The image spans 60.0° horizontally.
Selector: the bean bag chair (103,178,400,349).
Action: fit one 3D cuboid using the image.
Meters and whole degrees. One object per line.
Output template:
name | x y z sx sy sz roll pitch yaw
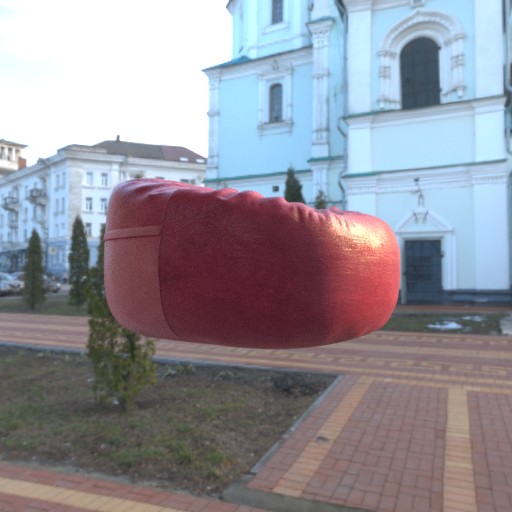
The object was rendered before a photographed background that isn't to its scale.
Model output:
bean bag chair | 0.000 0.000 2.474 1.524 0.878 1.524 -2 -3 37
